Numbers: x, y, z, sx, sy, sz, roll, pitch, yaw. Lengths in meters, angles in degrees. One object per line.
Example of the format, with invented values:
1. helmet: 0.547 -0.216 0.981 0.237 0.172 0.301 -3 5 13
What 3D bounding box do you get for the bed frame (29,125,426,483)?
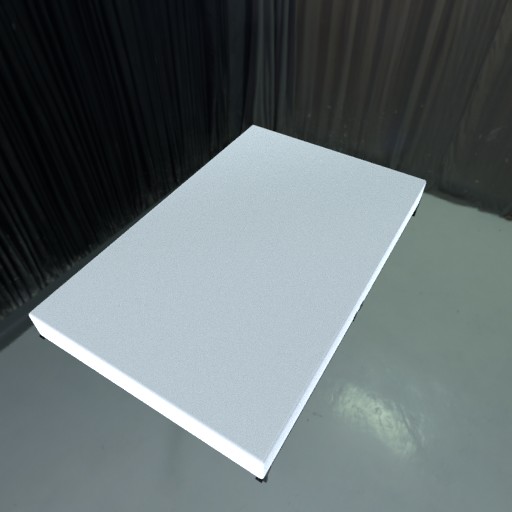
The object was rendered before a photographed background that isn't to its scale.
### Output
1. bed frame: 0.000 0.000 3.765 1.930 0.440 2.987 24 51 21
